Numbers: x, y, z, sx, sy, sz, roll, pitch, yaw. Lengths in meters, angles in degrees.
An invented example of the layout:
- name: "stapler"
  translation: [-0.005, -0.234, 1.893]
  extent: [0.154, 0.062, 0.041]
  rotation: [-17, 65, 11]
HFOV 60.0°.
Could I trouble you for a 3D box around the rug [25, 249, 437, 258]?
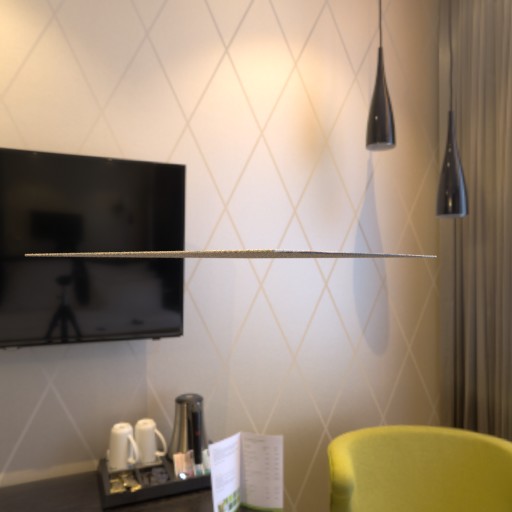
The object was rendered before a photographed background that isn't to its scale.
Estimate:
- name: "rug"
  translation: [0.000, 0.000, 4.123]
  extent: [2.457, 0.015, 3.049]
  rotation: [-1, -1, 36]
